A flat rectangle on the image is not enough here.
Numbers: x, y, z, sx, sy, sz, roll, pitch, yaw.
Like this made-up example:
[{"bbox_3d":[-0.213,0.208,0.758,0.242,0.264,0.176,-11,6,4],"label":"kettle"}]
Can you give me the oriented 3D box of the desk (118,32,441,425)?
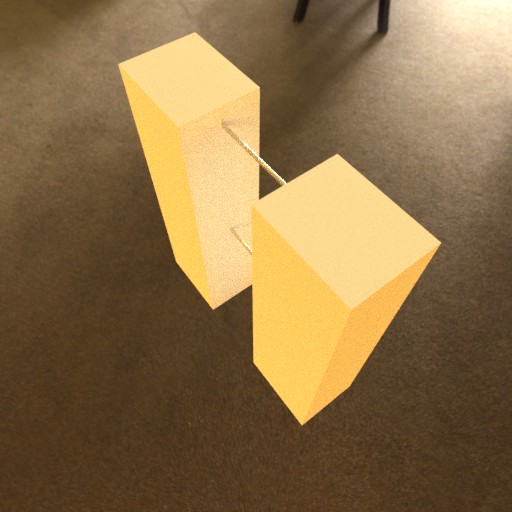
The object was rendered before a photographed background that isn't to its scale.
[{"bbox_3d":[0.000,0.000,2.877,0.480,2.000,1.770,-33,63,-19],"label":"desk"}]
